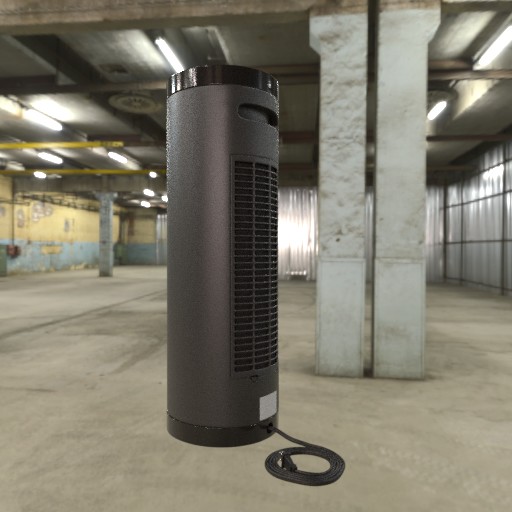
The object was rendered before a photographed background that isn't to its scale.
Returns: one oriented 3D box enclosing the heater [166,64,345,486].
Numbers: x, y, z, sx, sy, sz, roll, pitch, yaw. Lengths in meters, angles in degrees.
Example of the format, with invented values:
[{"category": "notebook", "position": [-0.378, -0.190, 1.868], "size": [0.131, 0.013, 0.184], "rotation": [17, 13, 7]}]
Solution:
[{"category": "heater", "position": [0.000, 0.000, 0.670], "size": [0.312, 0.552, 0.174], "rotation": [0, 0, 35]}]
